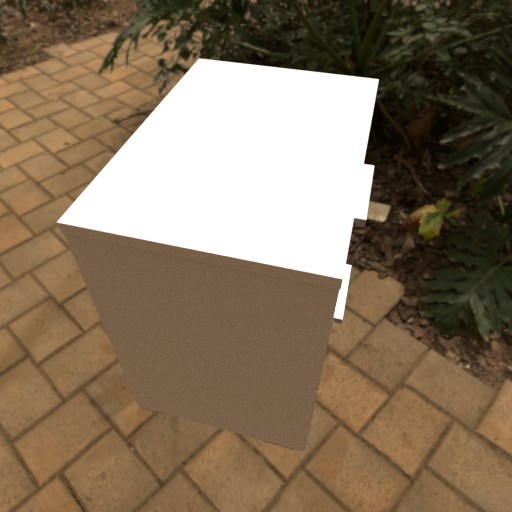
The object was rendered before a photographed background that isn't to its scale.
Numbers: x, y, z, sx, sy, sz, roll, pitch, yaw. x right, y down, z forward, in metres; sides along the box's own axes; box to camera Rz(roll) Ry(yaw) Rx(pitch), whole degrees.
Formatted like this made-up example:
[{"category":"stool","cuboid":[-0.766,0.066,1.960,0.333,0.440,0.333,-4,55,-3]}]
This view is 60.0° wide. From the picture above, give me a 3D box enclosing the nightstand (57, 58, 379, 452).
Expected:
[{"category":"nightstand","cuboid":[0.000,0.000,0.761,0.325,0.460,0.441,11,47,10]}]
